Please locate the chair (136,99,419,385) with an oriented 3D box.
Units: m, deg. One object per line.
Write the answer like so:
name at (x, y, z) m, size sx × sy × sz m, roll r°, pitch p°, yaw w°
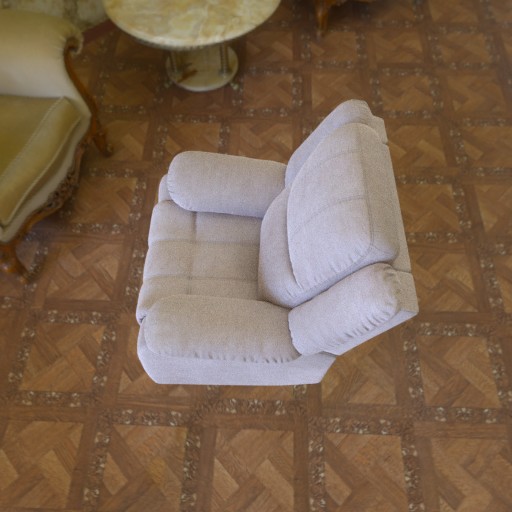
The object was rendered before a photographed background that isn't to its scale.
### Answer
chair at (0.000, 0.000, 1.770) m, size 0.944 × 1.008 × 0.899 m, roll 1°, pitch 59°, yaw 0°
